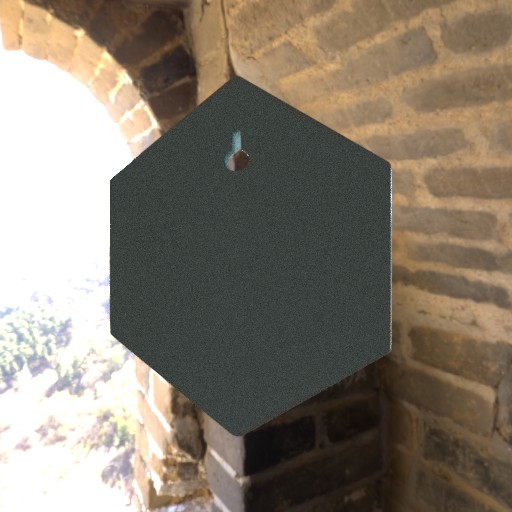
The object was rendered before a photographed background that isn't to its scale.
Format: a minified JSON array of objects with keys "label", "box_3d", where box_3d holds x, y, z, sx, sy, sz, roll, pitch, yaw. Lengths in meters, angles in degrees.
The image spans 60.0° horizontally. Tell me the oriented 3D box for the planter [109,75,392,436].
[{"label":"planter","box_3d":[0.000,0.000,0.289,0.169,0.207,0.078,0,0,17]}]
